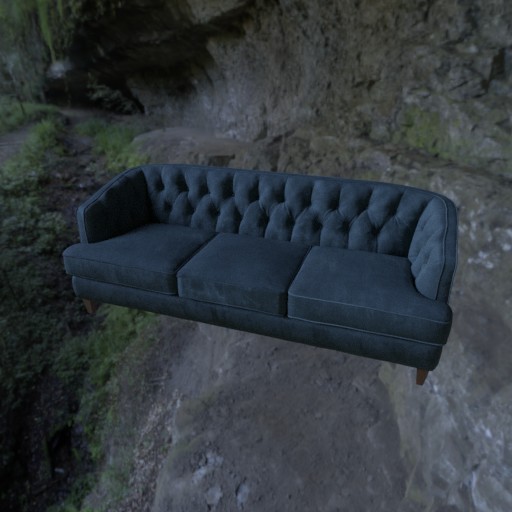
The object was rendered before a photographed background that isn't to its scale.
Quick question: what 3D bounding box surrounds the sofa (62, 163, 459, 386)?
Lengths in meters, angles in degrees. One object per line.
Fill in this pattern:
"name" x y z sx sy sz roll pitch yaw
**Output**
"sofa" 0.000 0.000 2.803 2.278 0.855 0.941 9 27 17
